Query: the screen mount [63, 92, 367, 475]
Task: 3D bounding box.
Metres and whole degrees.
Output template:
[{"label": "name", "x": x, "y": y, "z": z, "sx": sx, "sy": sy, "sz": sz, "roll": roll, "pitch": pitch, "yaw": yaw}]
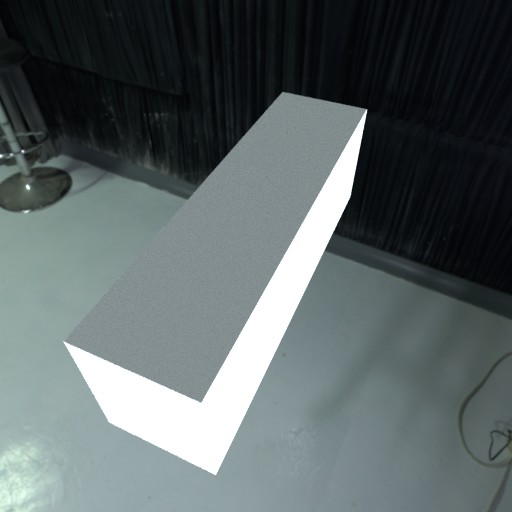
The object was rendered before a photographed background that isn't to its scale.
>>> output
[{"label": "screen mount", "x": 0.000, "y": 0.000, "z": 1.760, "sx": 0.400, "sy": 0.619, "sz": 1.490, "roll": 18, "pitch": 49, "yaw": 17}]
